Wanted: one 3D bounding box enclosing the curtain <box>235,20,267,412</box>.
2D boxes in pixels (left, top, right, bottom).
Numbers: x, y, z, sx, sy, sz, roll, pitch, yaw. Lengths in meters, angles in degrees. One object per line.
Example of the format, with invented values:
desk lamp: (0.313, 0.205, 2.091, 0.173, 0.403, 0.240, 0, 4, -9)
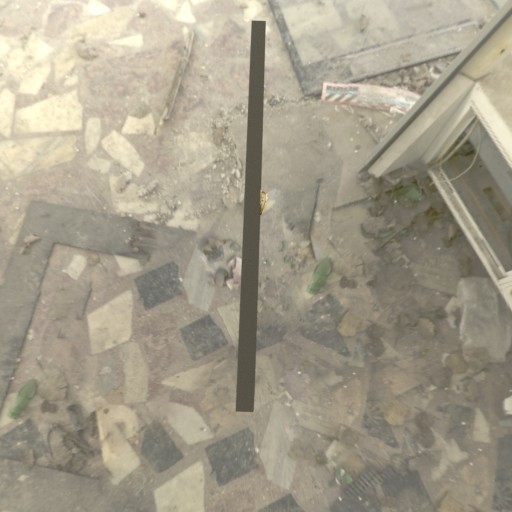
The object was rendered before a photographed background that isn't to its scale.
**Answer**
curtain: (0.000, 0.000, 0.801, 0.027, 0.585, 0.483, 2, 76, 0)
